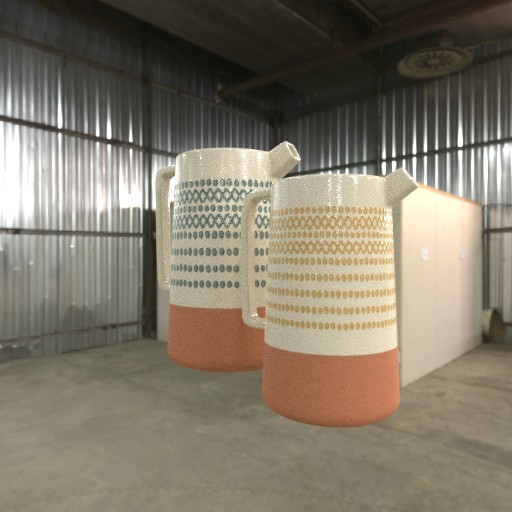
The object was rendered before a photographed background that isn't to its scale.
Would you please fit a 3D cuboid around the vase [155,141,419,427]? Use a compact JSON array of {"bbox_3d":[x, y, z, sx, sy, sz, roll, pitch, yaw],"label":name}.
[{"bbox_3d":[0.000,0.000,0.460,0.168,0.247,0.326,0,1,-20],"label":"vase"}]
